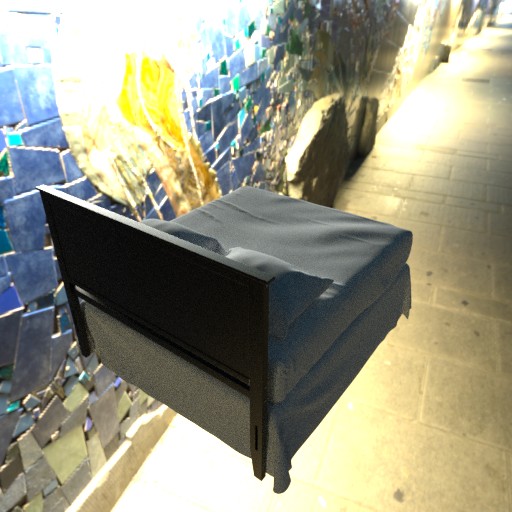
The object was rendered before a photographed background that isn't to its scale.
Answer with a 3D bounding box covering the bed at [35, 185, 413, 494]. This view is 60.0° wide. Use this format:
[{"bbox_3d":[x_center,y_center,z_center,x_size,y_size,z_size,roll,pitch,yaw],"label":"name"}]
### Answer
[{"bbox_3d":[0.000,0.000,3.134,1.870,1.270,2.050,21,36,32],"label":"bed"}]
